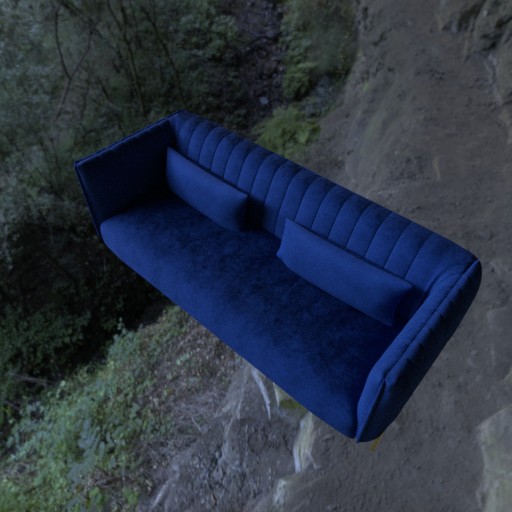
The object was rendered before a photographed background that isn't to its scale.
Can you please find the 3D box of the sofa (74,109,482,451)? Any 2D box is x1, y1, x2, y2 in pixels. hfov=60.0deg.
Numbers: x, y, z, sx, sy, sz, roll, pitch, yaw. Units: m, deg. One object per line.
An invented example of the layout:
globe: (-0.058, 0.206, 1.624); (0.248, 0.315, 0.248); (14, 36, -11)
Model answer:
sofa: (0.000, 0.000, 2.524); (2.136, 0.793, 0.896); (33, 55, 27)
